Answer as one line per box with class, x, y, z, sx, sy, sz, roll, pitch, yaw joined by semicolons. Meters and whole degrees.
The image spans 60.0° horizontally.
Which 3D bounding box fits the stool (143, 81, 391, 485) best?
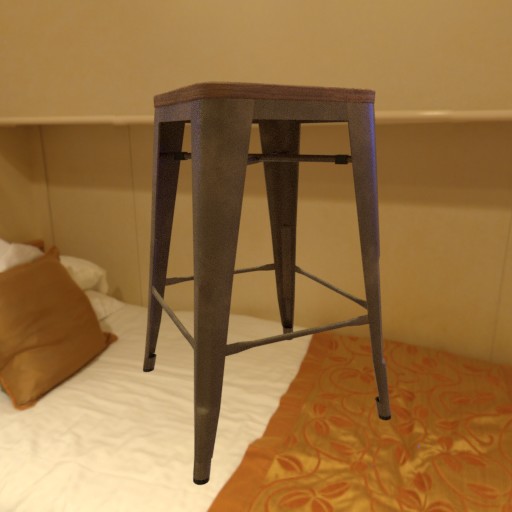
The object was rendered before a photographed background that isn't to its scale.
stool;0.000;0.000;0.880;0.407;0.607;0.407;-7;17;-25
